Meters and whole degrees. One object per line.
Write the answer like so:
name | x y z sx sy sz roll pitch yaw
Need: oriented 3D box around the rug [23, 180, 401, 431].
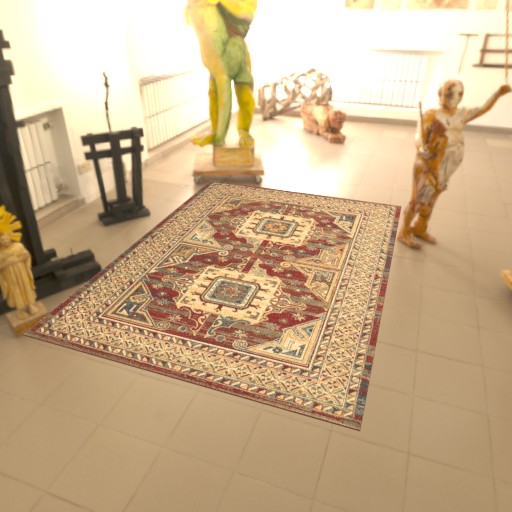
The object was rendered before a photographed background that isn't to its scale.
rug | 0.000 0.000 4.109 2.381 0.013 3.197 10 32 17
